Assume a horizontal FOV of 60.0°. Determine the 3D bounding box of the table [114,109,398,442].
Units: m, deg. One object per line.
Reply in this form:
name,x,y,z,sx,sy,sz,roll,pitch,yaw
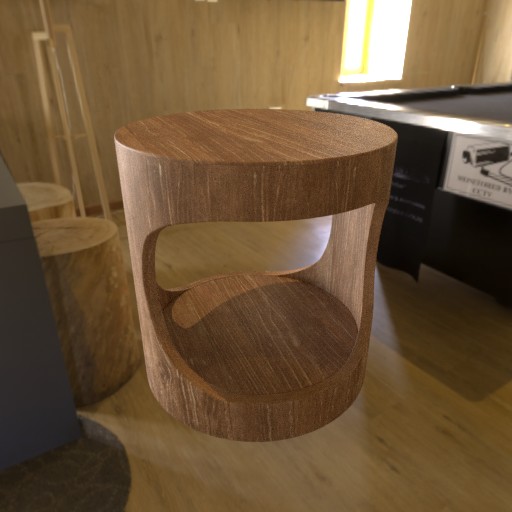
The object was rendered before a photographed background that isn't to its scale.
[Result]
table,0.000,0.000,0.978,0.527,0.551,0.527,0,26,0
